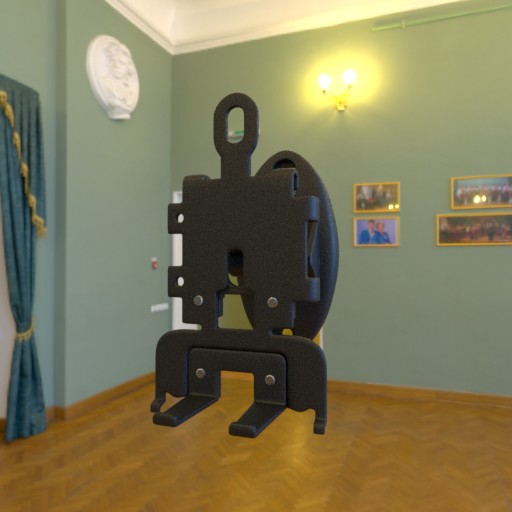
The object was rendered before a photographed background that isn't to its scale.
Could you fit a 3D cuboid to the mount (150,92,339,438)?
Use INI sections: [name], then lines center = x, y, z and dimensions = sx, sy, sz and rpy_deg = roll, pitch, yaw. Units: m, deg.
[mount]
center = 0.000, 0.000, 0.182
dimensions = 0.066, 0.118, 0.100
rpy_deg = 0, -1, 19
